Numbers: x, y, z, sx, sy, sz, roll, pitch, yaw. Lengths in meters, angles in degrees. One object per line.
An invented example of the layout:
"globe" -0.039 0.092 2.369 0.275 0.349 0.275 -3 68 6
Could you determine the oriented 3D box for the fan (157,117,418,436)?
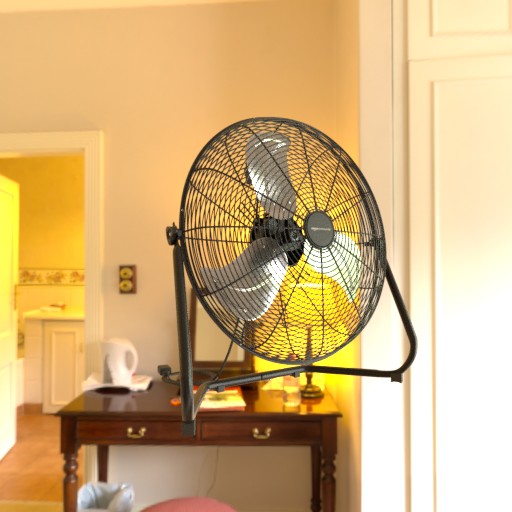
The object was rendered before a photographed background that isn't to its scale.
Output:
"fan" 0.000 0.000 0.961 0.555 0.546 0.424 1 -1 -36
